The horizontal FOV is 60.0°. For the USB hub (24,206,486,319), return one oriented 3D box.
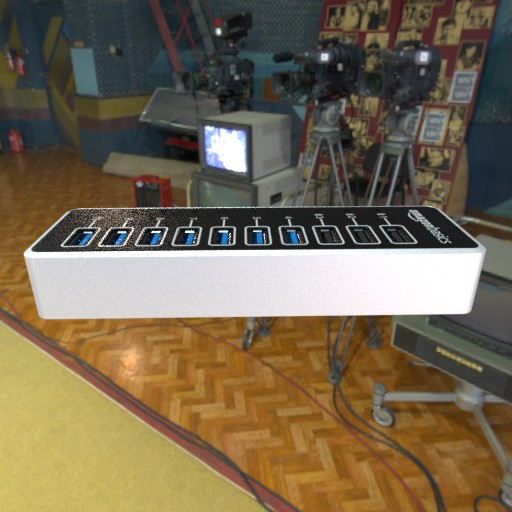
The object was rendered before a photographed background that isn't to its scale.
[{"bbox_3d":[0.000,0.000,0.160,0.145,0.023,0.044,-1,25,-1],"label":"USB hub"}]
